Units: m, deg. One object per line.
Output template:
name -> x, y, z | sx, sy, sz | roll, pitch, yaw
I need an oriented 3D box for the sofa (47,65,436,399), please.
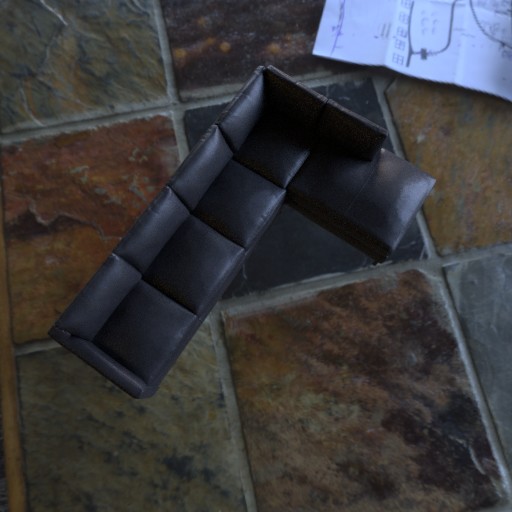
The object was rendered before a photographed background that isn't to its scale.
sofa -> 0.000, 0.000, 3.831 | 1.938, 0.877, 2.984 | 33, 76, 9
